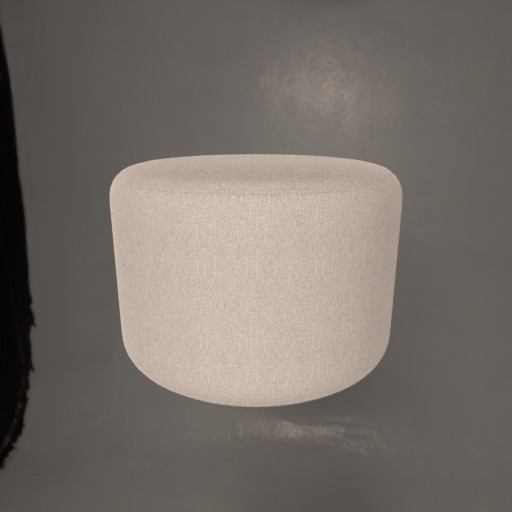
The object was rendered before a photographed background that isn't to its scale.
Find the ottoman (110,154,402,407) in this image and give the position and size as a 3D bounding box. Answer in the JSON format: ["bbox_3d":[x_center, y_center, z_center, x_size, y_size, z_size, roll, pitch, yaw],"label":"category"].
[{"bbox_3d":[0.000,0.000,1.005,0.608,0.433,0.608,0,16,0],"label":"ottoman"}]
